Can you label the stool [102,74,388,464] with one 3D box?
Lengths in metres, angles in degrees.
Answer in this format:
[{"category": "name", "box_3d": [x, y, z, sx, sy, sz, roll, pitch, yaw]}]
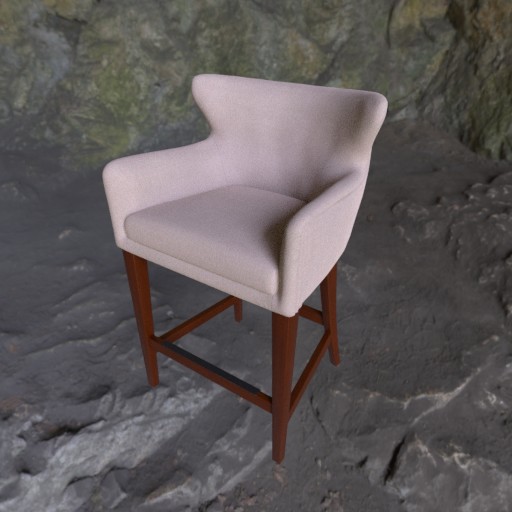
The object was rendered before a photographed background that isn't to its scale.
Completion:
[{"category": "stool", "box_3d": [0.000, 0.000, 1.339, 0.601, 0.951, 0.570, 19, 36, 29]}]
